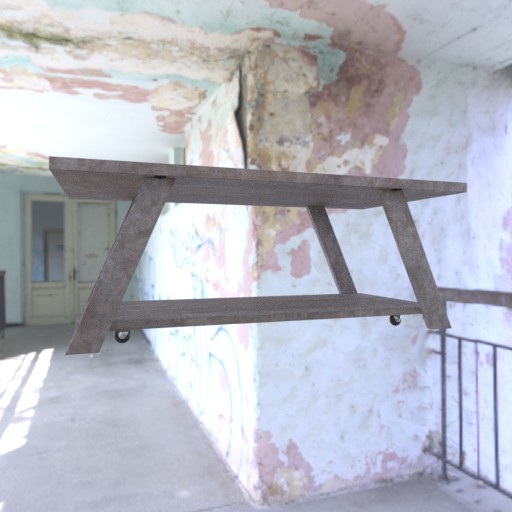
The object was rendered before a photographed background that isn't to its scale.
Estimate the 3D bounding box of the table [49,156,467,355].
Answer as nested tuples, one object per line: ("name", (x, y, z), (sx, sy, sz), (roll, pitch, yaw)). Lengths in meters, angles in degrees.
("table", (0.000, 0.000, 1.511), (1.219, 0.470, 0.610), (0, 1, -19))
